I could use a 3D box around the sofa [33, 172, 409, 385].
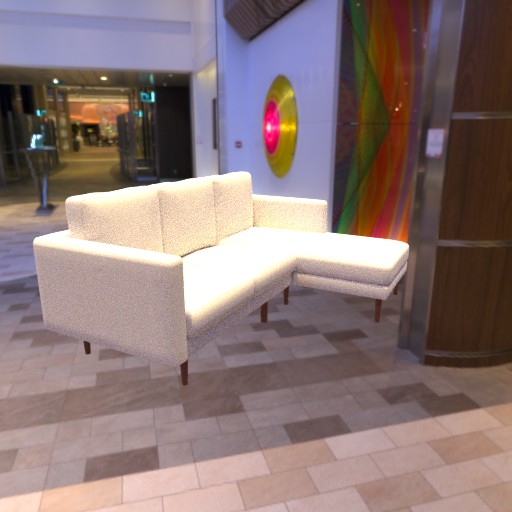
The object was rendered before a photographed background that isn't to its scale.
[{"bbox_3d":[0.000,0.000,2.850,1.580,0.899,2.029,8,17,27],"label":"sofa"}]
